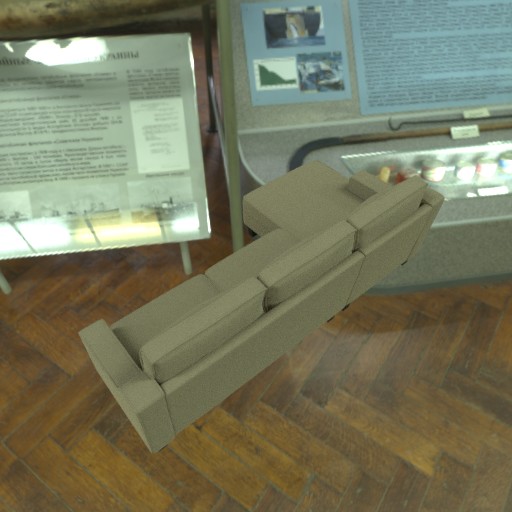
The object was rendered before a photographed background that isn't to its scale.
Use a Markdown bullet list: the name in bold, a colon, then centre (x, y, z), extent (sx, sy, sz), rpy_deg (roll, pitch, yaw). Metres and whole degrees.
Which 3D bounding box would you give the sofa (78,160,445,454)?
- **sofa**: centre (0.000, 0.000, 3.207), extent (2.561, 0.928, 1.294), rpy_deg (-31, 53, -27)
